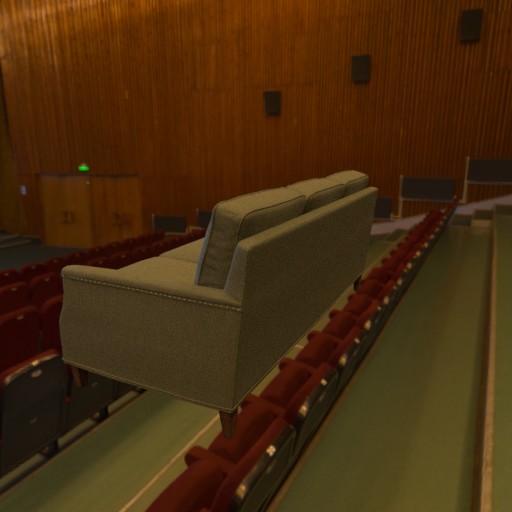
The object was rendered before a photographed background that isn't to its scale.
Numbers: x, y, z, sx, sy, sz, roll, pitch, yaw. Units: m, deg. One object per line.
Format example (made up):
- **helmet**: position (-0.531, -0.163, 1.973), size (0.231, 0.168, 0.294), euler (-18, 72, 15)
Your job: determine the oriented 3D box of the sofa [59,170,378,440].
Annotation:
- **sofa**: position (0.000, 0.000, 2.867), size (1.084, 1.003, 2.246), euler (8, 17, 26)
